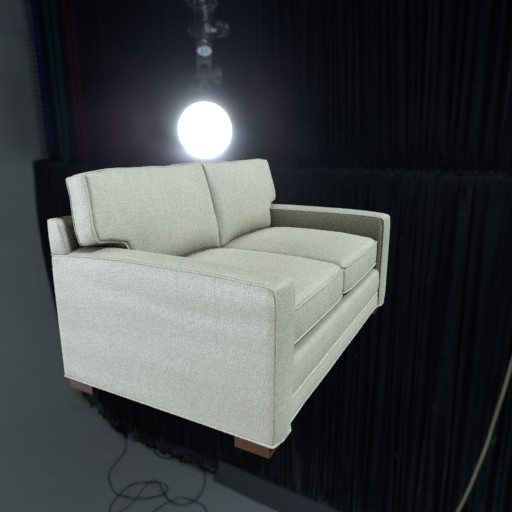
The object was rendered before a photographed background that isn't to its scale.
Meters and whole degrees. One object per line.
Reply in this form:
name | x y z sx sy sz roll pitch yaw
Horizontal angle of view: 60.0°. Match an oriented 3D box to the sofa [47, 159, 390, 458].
sofa | 0.000 0.000 2.077 0.940 0.853 1.484 7 16 27
